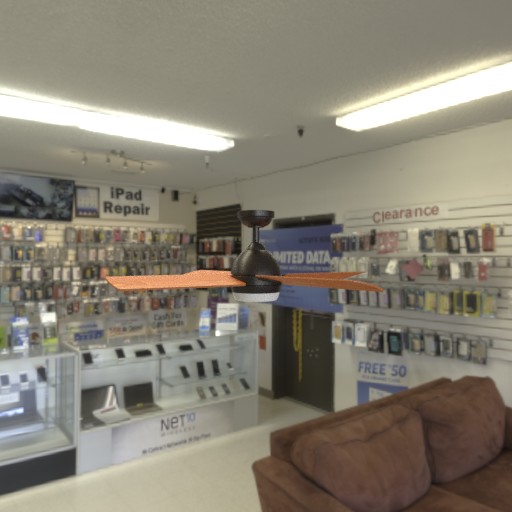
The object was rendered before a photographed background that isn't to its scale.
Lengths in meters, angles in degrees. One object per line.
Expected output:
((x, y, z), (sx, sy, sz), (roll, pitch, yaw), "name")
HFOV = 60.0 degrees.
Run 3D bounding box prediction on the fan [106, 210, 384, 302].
((0.000, 0.000, 2.021), (1.332, 0.403, 1.332), (0, 0, -36), "fan")
